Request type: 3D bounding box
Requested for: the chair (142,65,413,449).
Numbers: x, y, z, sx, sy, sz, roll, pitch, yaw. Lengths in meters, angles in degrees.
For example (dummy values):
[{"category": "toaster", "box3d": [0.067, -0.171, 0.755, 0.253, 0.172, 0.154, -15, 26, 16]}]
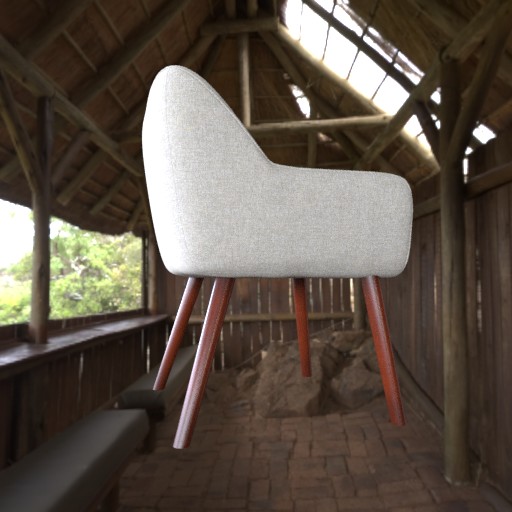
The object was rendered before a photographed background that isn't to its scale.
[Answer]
[{"category": "chair", "box3d": [0.000, 0.000, 1.238, 0.610, 0.813, 0.610, 1, -3, -18]}]
